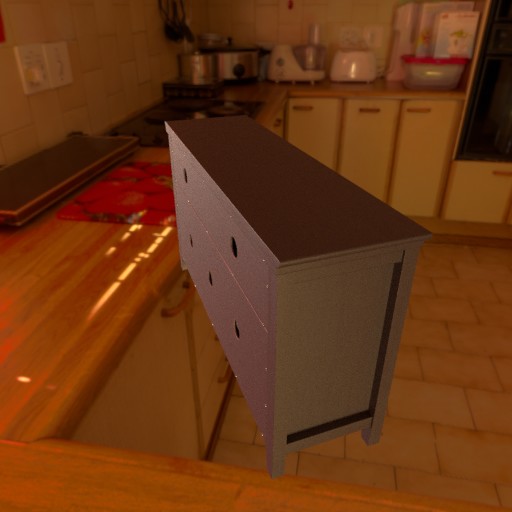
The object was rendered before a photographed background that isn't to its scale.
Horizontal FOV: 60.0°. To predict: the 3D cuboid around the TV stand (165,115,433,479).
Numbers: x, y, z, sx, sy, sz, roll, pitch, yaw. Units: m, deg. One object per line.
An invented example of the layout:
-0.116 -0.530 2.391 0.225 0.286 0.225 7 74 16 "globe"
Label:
0.000 0.000 1.519 0.347 0.681 1.198 -10 31 -17 "TV stand"
